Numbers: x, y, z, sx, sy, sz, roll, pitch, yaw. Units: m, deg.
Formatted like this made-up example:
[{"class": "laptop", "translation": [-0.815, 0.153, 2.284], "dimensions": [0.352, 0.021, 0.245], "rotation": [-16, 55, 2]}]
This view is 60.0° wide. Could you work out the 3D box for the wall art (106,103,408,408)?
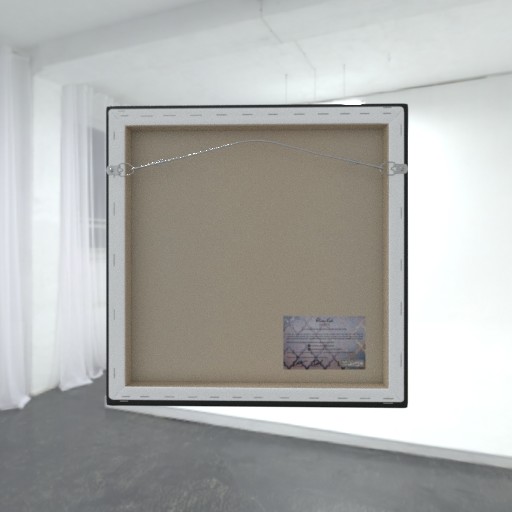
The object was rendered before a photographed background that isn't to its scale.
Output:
[{"class": "wall art", "translation": [0.000, 0.000, 0.909], "dimensions": [0.610, 0.611, 0.043], "rotation": [0, 0, 2]}]
